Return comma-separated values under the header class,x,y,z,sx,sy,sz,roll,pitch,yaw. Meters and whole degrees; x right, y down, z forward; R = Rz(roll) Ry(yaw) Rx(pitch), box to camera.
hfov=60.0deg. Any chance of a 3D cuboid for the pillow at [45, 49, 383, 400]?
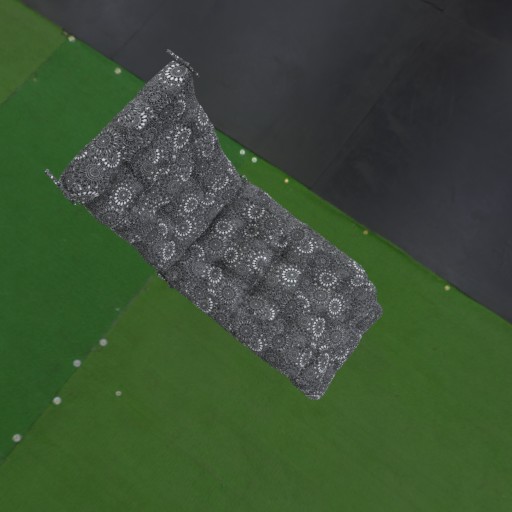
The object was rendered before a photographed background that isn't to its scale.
class,x,y,z,sx,sy,sz,roll,pitch,yaw
pillow,0.000,0.000,1.512,1.016,0.863,0.526,38,79,9
